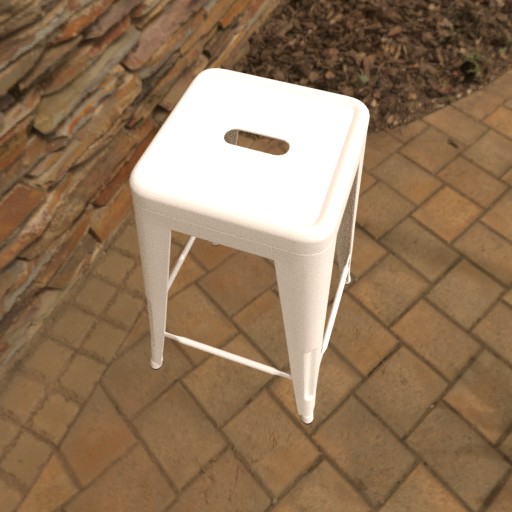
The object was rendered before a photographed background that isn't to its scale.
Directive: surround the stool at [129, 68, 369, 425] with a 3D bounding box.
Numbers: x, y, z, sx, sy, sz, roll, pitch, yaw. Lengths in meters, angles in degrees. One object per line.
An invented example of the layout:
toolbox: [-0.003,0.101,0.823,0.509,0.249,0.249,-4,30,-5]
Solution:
stool: [0.000,0.000,0.875,0.406,0.610,0.406,16,59,10]
